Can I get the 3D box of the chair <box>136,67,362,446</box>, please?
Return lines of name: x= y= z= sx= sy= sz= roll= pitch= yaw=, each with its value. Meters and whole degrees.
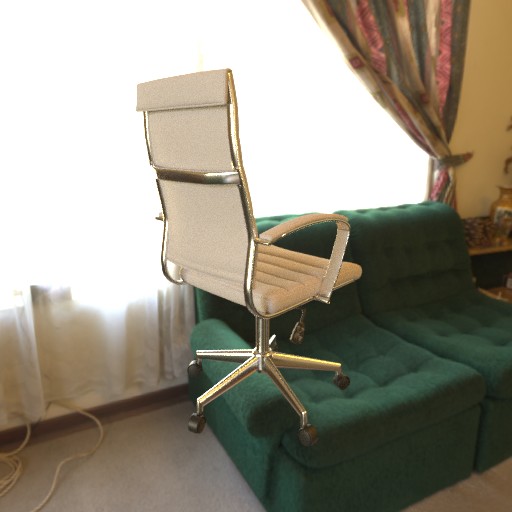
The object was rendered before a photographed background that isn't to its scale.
chair: x=0.000 y=0.000 z=1.586 sx=0.667 sy=1.149 sz=0.679 roll=-14 pitch=20 yaw=-42
